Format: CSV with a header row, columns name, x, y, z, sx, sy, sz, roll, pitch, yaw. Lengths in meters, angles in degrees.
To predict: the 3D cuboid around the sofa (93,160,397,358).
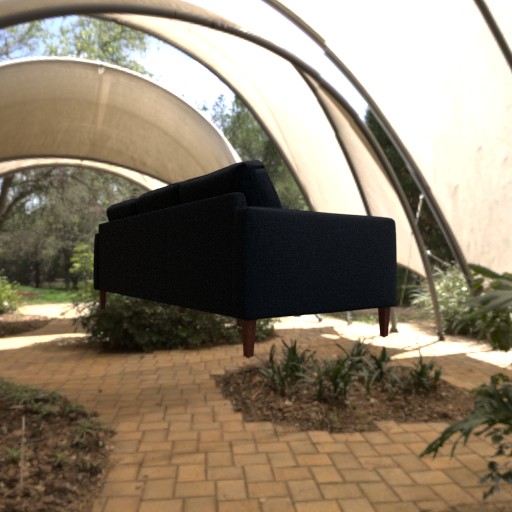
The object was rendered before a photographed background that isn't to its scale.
name,x,y,z,sx,sy,sz,roll,pitch,yaw
sofa,0.000,0.000,3.052,1.613,0.841,2.185,0,-1,-35
